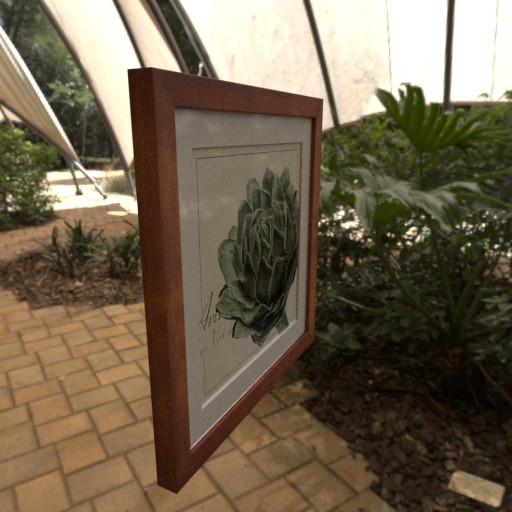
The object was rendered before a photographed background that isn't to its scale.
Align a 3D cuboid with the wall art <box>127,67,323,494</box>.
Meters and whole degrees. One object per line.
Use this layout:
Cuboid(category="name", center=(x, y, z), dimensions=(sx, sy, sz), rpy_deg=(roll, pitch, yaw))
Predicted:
Cuboid(category="wall art", center=(0.000, 0.000, 0.806), dimensions=(0.037, 0.572, 0.554), rpy_deg=(8, 18, 27))
